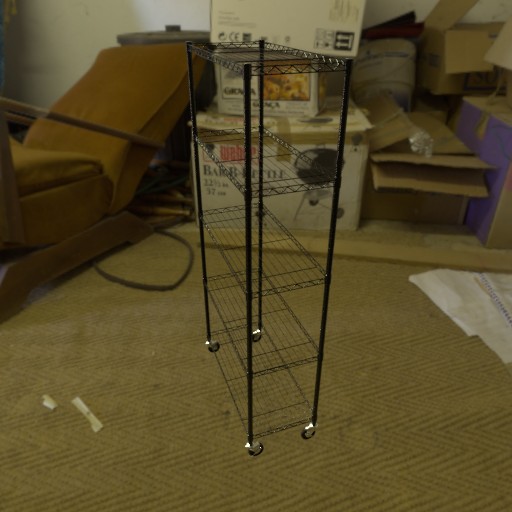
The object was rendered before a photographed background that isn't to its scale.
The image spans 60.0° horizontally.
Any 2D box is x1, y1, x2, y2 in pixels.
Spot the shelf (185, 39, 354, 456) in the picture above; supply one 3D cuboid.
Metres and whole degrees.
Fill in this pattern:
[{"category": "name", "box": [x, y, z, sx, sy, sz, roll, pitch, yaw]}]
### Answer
[{"category": "shelf", "box": [0.000, 0.000, 1.933, 0.356, 1.645, 0.762, -10, 32, -17]}]
